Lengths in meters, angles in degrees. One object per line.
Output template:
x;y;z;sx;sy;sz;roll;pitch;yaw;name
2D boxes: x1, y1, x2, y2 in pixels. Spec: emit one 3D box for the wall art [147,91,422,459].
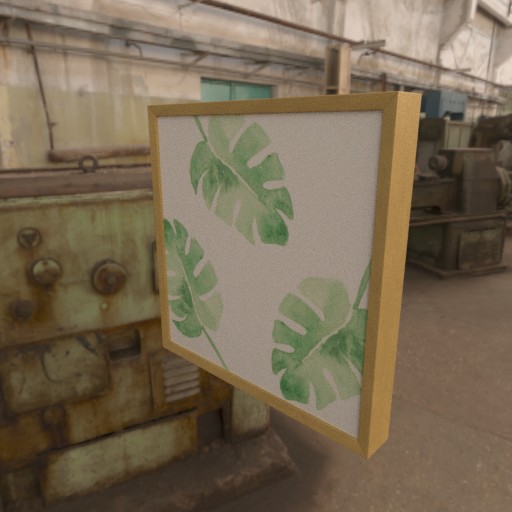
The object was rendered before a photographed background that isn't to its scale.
0.000;0.000;0.460;0.305;0.305;0.038;15;22;41;wall art
